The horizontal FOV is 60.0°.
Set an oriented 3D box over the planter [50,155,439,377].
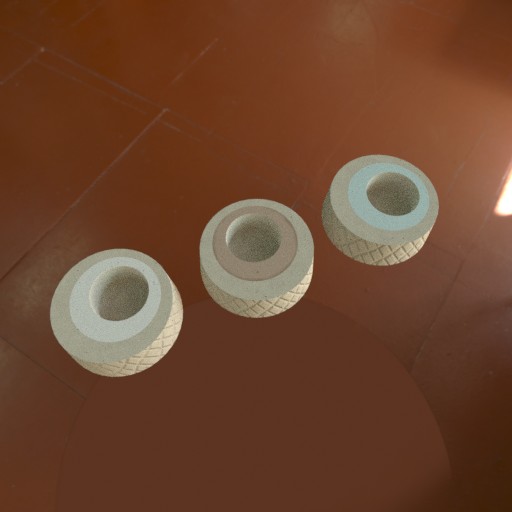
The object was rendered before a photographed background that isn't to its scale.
[{"bbox_3d":[0.000,0.000,0.431,0.390,0.038,0.114,-21,66,-10],"label":"planter"}]
